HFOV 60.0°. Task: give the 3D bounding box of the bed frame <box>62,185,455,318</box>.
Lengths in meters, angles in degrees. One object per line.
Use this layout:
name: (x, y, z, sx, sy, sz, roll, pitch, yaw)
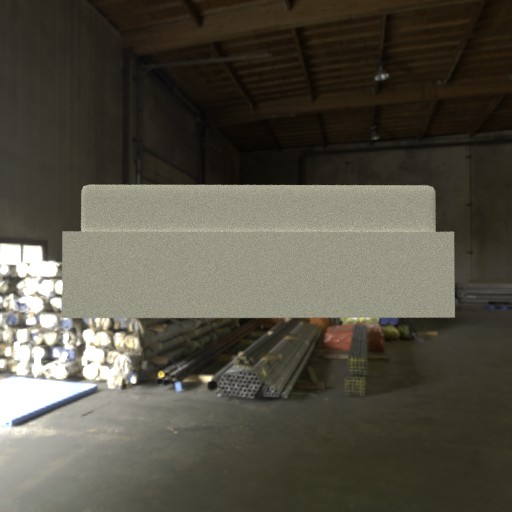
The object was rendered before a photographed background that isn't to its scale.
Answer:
bed frame: (0.000, 0.000, 2.606, 1.445, 0.497, 1.945, 0, -1, -1)
